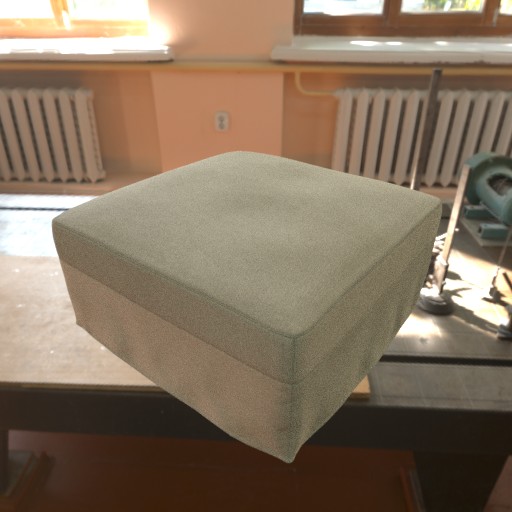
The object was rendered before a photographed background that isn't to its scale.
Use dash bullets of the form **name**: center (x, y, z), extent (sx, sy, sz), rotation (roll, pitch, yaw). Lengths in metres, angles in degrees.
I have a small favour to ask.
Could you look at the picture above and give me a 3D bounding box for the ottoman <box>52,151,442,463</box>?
- **ottoman**: center (0.000, 0.000, 1.358), extent (0.842, 0.441, 0.843), rotation (21, 36, 32)
